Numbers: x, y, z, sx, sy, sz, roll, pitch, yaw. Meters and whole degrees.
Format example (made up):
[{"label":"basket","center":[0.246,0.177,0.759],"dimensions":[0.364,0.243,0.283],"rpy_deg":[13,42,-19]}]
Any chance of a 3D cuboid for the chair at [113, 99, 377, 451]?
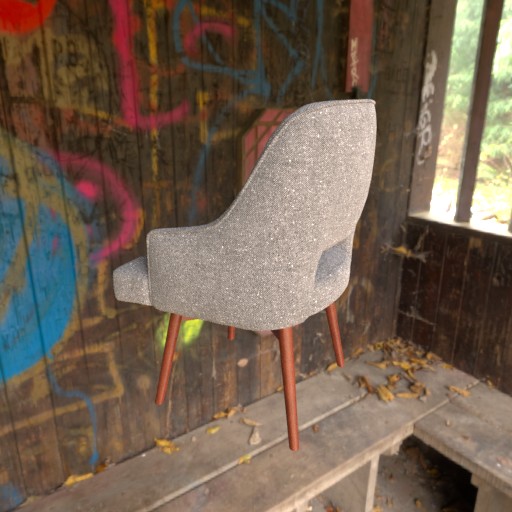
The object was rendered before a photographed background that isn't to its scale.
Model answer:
[{"label":"chair","center":[0.000,0.000,1.324],"dimensions":[0.629,0.875,0.608],"rpy_deg":[8,20,25]}]
